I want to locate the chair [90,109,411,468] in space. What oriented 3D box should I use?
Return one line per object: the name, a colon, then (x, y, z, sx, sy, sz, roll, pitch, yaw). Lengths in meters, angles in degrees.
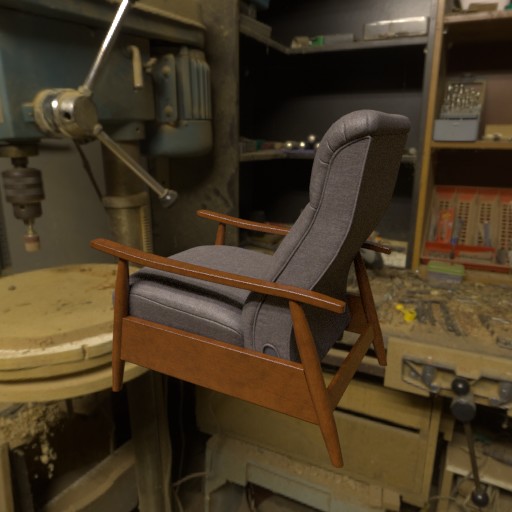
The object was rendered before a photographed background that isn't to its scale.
chair: (0.000, 0.000, 1.773, 1.014, 1.081, 0.762, 8, 18, 26)
